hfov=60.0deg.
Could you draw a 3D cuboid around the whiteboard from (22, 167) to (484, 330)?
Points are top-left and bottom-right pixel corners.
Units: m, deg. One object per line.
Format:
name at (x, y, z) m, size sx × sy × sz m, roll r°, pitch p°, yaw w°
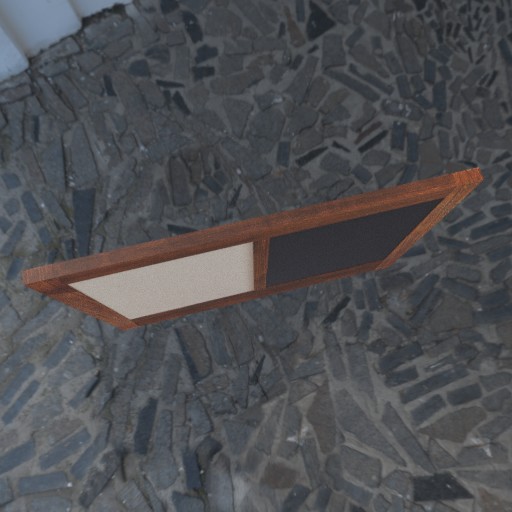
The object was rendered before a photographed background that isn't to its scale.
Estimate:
whiteboard at (0.000, 0.000, 0.994) m, size 0.768 × 0.553 × 0.083 m, roll -13°, pitch 74°, yaw -4°
